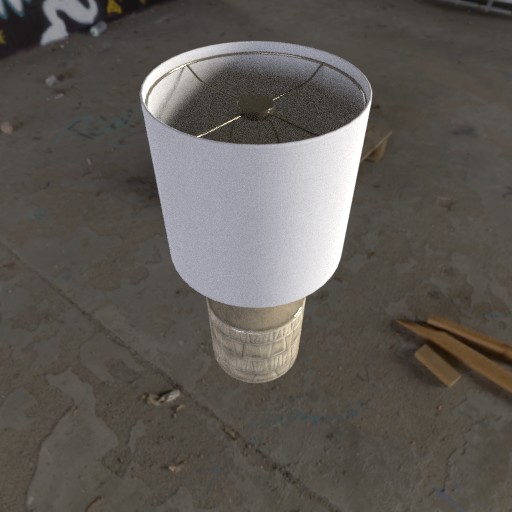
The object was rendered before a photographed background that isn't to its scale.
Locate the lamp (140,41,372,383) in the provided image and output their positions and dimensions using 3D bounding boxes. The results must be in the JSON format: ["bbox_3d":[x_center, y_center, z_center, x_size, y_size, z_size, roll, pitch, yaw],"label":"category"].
[{"bbox_3d":[0.000,0.000,0.572,0.211,0.455,0.211,-24,50,-22],"label":"lamp"}]
